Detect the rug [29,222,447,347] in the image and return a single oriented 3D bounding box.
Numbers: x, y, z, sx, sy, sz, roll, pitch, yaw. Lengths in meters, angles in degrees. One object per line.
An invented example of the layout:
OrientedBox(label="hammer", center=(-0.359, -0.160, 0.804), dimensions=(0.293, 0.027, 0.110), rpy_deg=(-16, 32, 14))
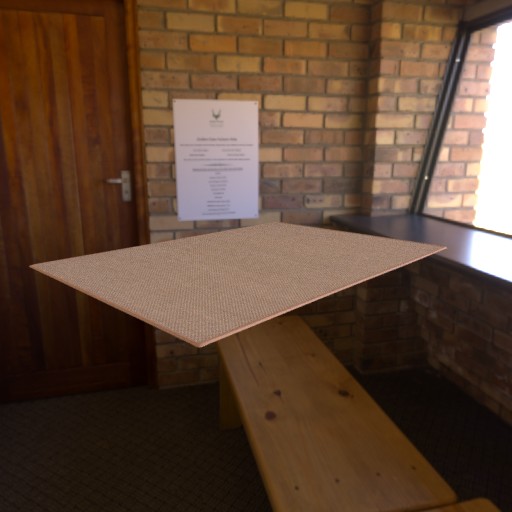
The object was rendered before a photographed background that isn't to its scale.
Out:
OrientedBox(label="rug", center=(0.000, 0.000, 2.743), dimensions=(1.524, 0.013, 2.134), rpy_deg=(13, 19, 42))
